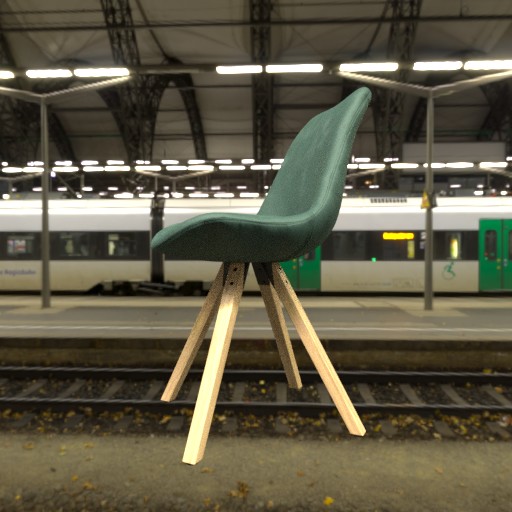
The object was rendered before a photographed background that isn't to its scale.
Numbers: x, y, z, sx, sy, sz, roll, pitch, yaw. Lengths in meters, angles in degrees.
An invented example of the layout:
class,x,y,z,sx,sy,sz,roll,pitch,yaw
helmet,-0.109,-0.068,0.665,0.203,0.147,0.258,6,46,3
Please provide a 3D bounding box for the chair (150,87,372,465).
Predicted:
class,x,y,z,sx,sy,sz,roll,pitch,yaw
chair,0.000,0.000,1.185,0.547,0.865,0.483,0,1,-19
